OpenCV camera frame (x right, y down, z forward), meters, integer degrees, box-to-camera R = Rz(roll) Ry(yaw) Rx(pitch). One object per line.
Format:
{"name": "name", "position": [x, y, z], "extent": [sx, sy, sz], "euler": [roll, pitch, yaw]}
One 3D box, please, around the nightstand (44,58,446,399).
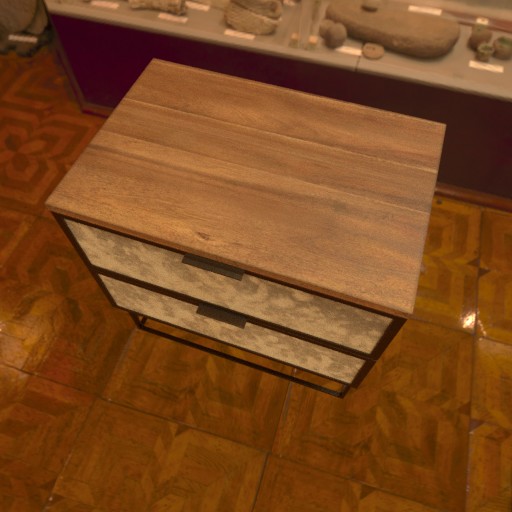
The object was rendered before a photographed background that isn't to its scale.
{"name": "nightstand", "position": [0.000, 0.000, 1.034], "extent": [0.605, 0.611, 0.427], "euler": [17, 60, 10]}
